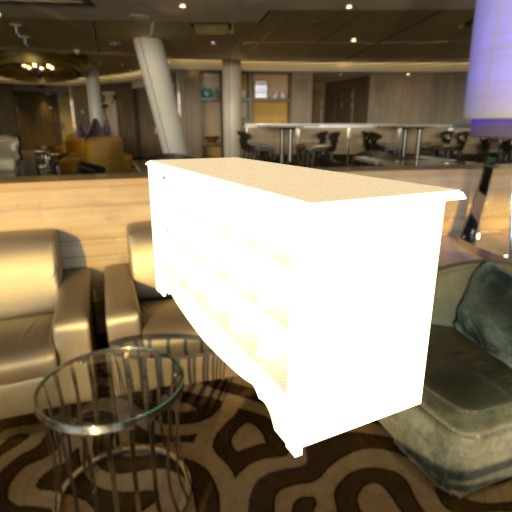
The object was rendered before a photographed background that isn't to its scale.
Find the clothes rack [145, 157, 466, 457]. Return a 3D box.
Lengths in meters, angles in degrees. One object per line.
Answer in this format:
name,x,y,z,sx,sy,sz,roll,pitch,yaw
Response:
clothes rack,0.000,0.000,1.467,0.405,0.558,1.218,-8,18,-26
